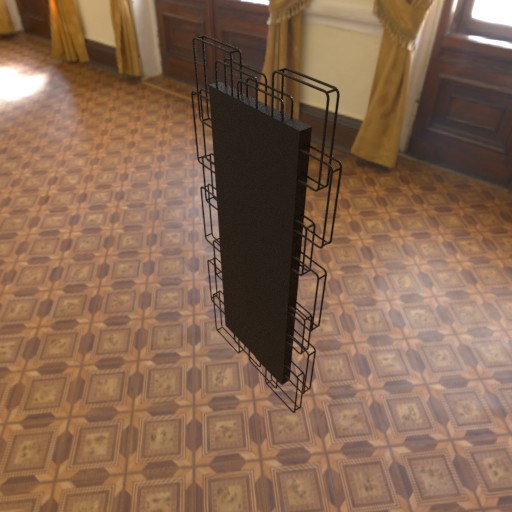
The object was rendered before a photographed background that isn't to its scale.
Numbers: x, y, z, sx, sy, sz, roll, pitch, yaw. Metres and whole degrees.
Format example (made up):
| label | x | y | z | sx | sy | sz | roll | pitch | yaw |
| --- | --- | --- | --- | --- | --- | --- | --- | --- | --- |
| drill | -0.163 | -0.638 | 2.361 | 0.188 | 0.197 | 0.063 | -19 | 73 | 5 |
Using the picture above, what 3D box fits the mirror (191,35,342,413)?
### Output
| label | x | y | z | sx | sy | sz | roll | pitch | yaw |
| --- | --- | --- | --- | --- | --- | --- | --- | --- | --- |
| mirror | 0.000 | 0.000 | 1.403 | 0.037 | 1.192 | 0.565 | -27 | 48 | -28 |
